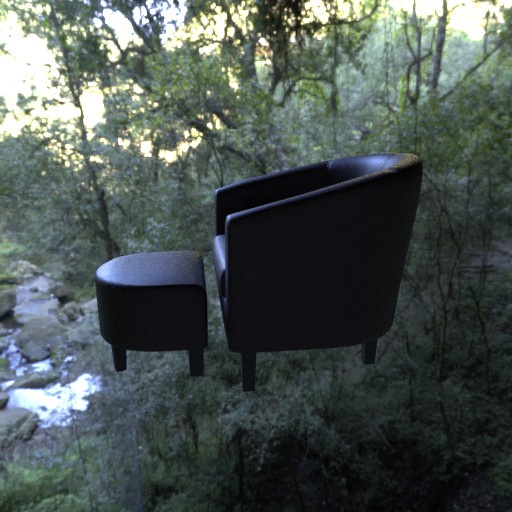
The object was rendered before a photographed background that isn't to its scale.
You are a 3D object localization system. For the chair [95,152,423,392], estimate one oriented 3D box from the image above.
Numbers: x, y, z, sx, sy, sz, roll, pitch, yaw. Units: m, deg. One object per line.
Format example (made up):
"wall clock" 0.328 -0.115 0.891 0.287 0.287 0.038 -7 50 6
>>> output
"chair" 0.000 0.000 1.679 1.176 0.755 0.737 -2 15 -8
